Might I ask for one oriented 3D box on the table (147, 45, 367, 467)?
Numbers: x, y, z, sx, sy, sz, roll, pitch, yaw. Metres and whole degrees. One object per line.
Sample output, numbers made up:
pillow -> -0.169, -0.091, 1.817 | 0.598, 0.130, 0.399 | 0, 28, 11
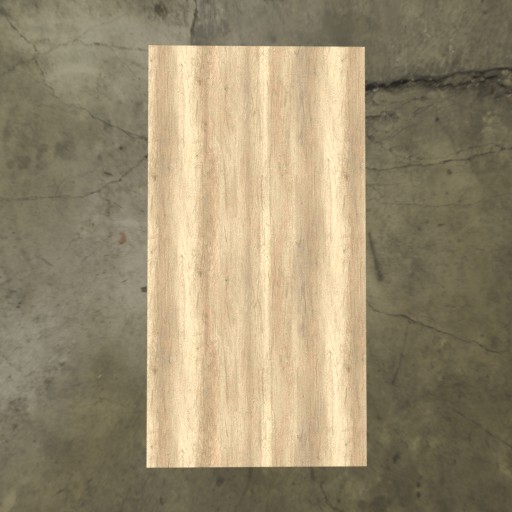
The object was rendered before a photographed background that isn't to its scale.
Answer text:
table -> 0.000, 0.000, 1.651 | 0.700, 0.460, 1.350 | 0, 89, -1
